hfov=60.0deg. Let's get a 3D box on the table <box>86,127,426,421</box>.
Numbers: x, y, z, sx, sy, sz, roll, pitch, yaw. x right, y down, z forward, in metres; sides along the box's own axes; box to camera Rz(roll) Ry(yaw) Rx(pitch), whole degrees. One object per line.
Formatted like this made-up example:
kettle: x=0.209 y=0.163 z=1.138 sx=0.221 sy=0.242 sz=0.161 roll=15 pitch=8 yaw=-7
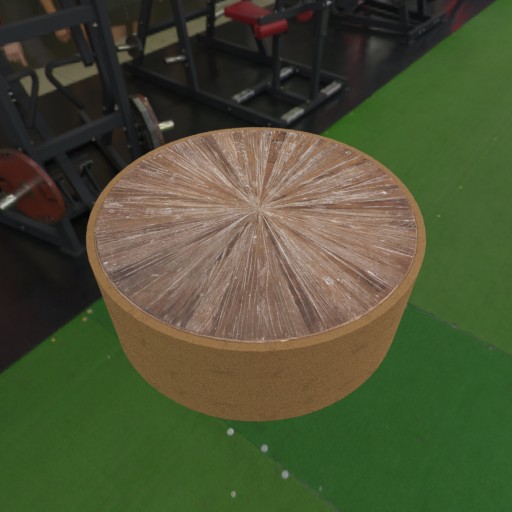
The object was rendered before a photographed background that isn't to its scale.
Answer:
table: x=0.000 y=0.000 z=1.492 sx=1.001 sy=0.409 sz=1.001 roll=0 pitch=45 yaw=0
